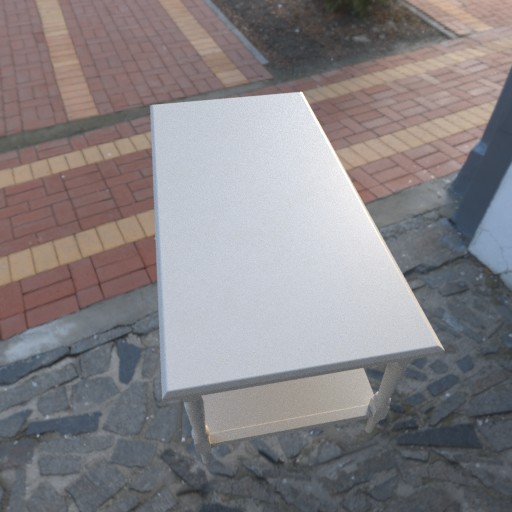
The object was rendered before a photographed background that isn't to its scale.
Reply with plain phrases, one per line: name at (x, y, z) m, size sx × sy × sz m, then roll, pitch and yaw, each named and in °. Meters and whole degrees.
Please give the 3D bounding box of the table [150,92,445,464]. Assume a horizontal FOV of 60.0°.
table at (0.000, 0.000, 1.392) m, size 0.551 × 0.506 × 1.109 m, roll -8°, pitch 47°, yaw -7°
